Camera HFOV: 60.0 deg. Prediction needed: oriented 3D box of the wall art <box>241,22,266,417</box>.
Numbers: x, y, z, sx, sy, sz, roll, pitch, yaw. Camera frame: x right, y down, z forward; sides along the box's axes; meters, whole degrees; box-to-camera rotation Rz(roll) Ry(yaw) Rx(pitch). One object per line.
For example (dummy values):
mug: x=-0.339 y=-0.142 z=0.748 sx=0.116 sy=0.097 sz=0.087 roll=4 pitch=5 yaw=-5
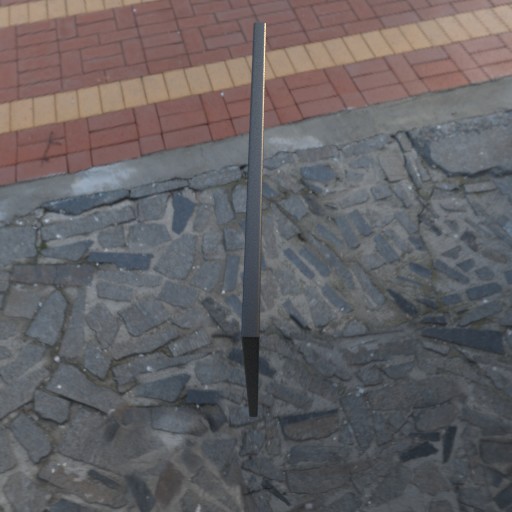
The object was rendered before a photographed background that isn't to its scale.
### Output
wall art: x=0.000 y=0.000 z=0.806 sx=0.018 sy=0.582 sz=0.481 roll=1 pitch=63 yaw=1
